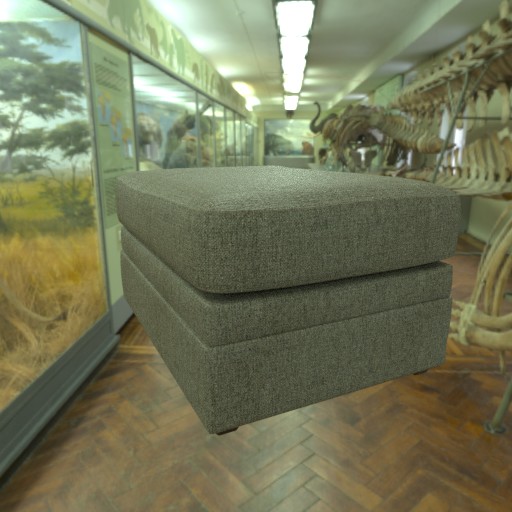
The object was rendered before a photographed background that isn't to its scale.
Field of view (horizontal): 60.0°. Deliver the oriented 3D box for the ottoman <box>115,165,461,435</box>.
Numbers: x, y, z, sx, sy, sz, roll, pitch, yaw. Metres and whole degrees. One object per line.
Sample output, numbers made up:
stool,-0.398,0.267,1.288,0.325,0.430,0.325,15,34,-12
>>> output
ottoman,0.000,0.000,1.253,0.637,0.478,0.885,-7,16,-26
